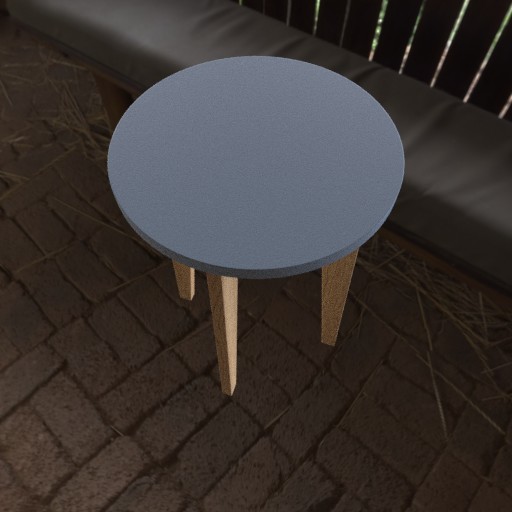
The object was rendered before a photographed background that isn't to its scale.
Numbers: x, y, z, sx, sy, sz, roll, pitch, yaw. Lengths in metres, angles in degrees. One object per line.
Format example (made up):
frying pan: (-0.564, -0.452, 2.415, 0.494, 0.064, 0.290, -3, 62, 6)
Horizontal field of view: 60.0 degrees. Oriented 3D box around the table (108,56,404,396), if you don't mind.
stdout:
table: (0.000, 0.000, 0.742, 0.350, 0.500, 0.350, 0, 58, 0)
